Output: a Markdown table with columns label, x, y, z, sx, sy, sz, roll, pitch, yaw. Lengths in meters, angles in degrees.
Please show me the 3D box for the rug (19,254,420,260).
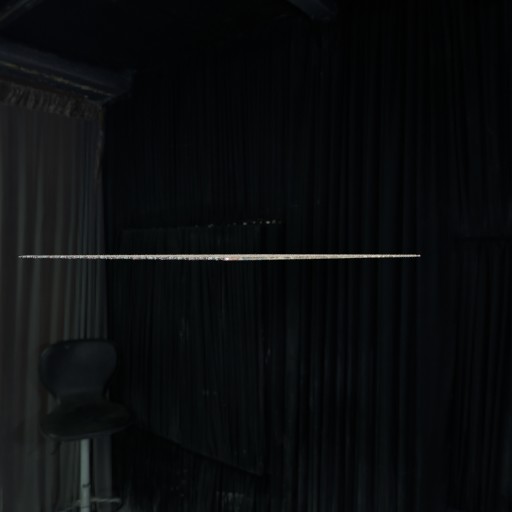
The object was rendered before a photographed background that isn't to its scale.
| label | x | y | z | sx | sy | sz | roll | pitch | yaw |
| --- | --- | --- | --- | --- | --- | --- | --- | --- | --- |
| rug | 0.000 | 0.000 | 2.495 | 1.237 | 0.010 | 2.029 | 0 | 0 | 36 |
